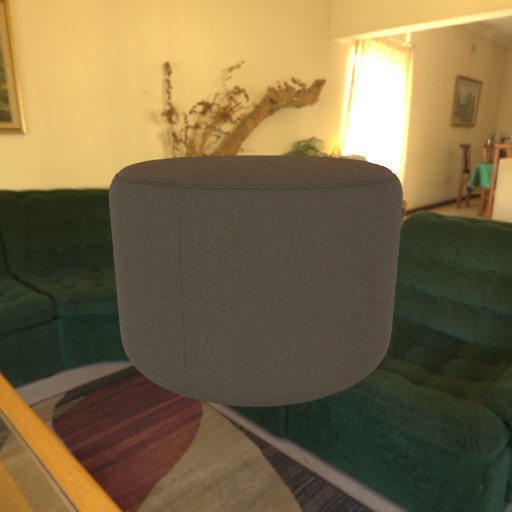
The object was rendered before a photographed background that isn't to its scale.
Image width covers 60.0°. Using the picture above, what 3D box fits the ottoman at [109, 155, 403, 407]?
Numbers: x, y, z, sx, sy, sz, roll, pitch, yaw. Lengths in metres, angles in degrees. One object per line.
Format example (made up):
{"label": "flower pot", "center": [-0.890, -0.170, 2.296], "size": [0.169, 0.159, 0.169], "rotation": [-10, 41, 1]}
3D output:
{"label": "ottoman", "center": [0.000, 0.000, 0.998], "size": [0.608, 0.433, 0.608], "rotation": [0, 15, 0]}
